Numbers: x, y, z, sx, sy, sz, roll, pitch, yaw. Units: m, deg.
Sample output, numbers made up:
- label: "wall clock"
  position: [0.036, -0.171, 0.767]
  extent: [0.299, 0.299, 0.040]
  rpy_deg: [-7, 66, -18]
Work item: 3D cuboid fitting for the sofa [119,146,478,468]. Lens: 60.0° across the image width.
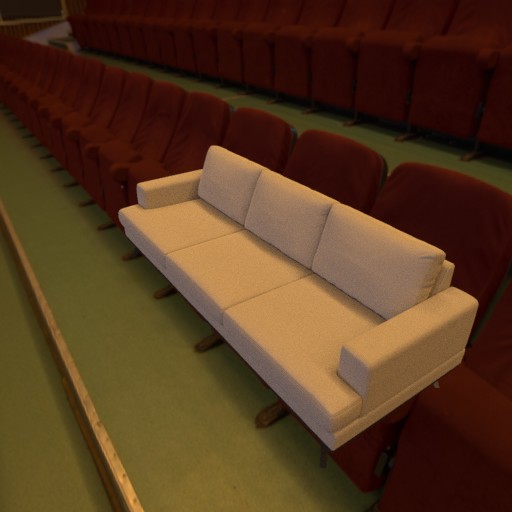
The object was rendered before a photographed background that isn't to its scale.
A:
- label: "sofa"
  position: [0.000, 0.000, 2.701]
  extent: [0.920, 0.810, 2.310]
  rpy_deg: [-19, 36, -30]
